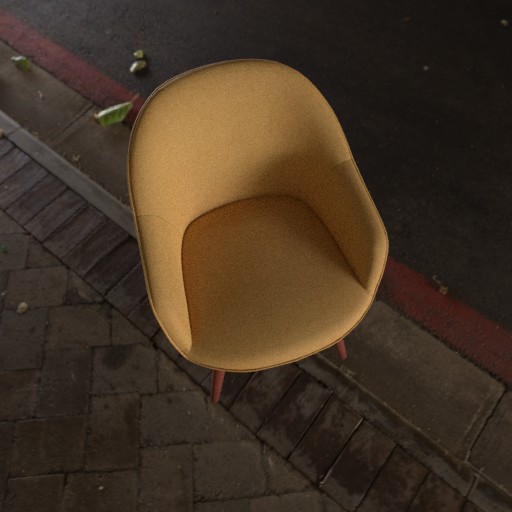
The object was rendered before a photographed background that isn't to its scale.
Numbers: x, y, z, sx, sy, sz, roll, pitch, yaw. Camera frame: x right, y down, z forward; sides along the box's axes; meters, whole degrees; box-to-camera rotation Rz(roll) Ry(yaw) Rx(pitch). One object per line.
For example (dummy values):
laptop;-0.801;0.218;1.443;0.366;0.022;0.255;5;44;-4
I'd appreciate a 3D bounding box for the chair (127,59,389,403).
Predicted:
chair;0.000;0.000;1.267;0.596;0.823;0.635;-16;63;-9
